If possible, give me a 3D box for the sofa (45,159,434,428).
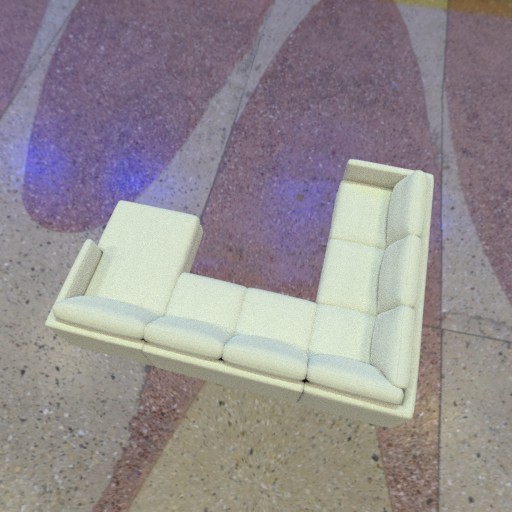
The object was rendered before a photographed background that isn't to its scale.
[{"bbox_3d":[0.000,0.000,4.491,3.238,0.853,2.551,13,63,6],"label":"sofa"}]
